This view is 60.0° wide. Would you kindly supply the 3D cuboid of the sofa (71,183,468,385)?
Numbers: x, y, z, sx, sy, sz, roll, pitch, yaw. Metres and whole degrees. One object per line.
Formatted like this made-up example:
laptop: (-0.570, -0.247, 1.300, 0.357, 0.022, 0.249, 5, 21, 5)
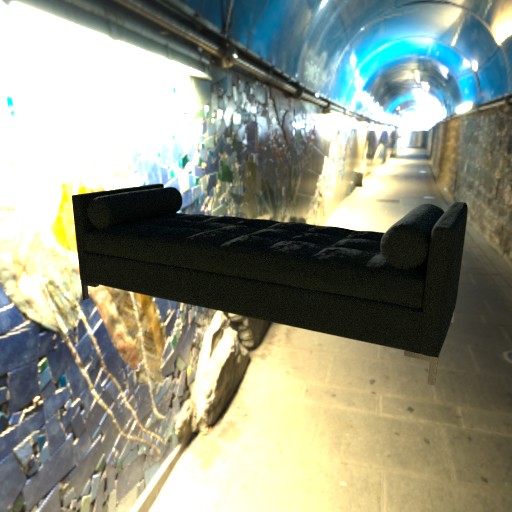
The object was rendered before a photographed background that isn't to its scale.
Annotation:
sofa: (0.000, 0.000, 2.525, 2.102, 0.657, 0.797, 8, 17, 28)
